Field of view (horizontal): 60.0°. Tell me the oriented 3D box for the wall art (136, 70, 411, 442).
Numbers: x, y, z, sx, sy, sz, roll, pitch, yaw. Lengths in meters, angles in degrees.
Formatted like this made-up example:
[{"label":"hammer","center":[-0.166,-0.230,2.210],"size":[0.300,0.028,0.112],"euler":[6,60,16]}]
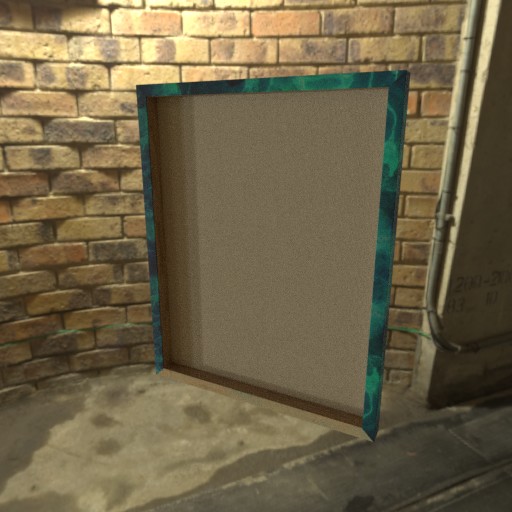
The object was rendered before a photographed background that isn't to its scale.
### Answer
[{"label":"wall art","center":[0.000,0.000,0.854],"size":[0.508,0.635,0.038],"euler":[8,18,26]}]
